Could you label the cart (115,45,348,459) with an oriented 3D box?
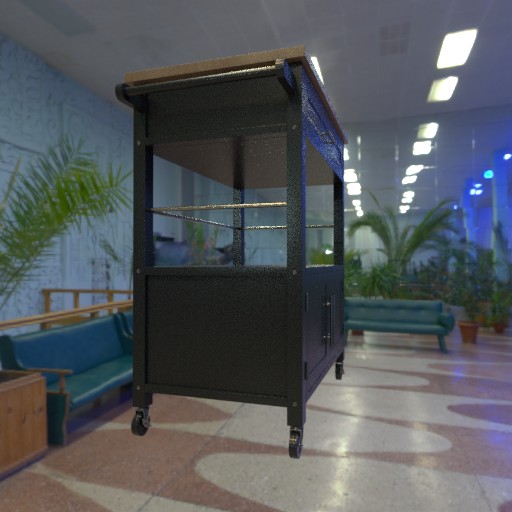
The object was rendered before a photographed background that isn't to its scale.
[{"bbox_3d":[0.000,0.000,1.347,0.459,0.901,0.840,0,-1,19],"label":"cart"}]
